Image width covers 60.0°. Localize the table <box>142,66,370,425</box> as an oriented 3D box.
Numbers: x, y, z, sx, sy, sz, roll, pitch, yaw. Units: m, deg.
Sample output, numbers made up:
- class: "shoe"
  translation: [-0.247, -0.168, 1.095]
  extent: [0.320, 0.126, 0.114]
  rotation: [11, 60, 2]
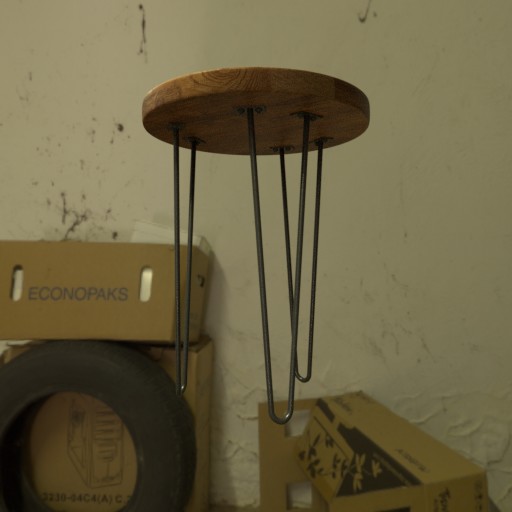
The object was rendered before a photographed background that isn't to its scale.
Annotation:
- class: "table"
  translation: [0.000, 0.000, 0.804]
  extent: [0.400, 0.520, 0.400]
  rotation: [0, 0, 0]
